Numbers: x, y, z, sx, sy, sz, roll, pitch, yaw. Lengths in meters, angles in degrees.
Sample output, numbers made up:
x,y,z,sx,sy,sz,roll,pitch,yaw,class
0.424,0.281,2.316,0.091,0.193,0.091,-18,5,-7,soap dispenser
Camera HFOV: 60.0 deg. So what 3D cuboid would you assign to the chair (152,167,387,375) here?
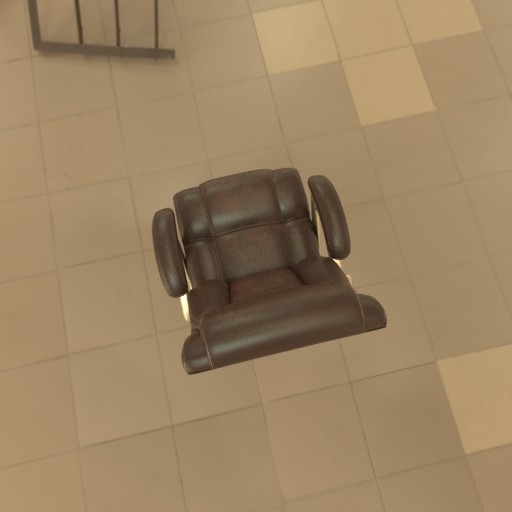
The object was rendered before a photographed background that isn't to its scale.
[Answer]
x,y,z,sx,sy,sz,roll,pitch,yaw,class
0.000,0.000,1.651,0.692,1.194,0.749,-13,76,-3,chair
